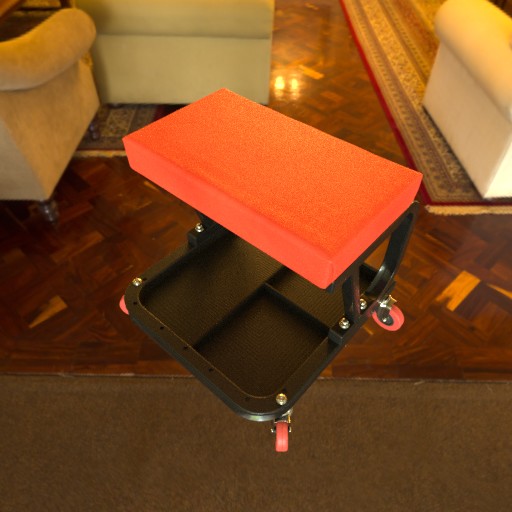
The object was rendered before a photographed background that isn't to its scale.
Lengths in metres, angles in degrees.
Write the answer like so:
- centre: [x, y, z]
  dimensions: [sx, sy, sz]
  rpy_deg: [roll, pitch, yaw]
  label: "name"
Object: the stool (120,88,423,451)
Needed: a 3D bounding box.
- centre: [0.000, 0.000, 0.735]
  dimensions: [0.446, 0.380, 0.371]
  rpy_deg: [33, 55, 27]
  label: "stool"
